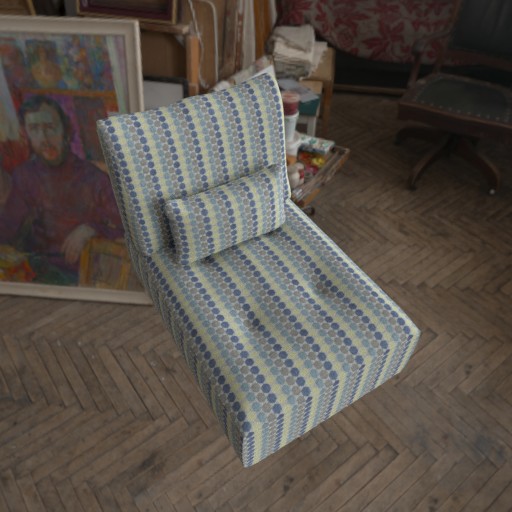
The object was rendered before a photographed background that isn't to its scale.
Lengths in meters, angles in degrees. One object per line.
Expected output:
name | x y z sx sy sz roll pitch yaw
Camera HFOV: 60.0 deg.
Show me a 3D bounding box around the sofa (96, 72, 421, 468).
sofa | 0.000 0.000 1.569 0.700 0.820 1.000 -24 52 -20
